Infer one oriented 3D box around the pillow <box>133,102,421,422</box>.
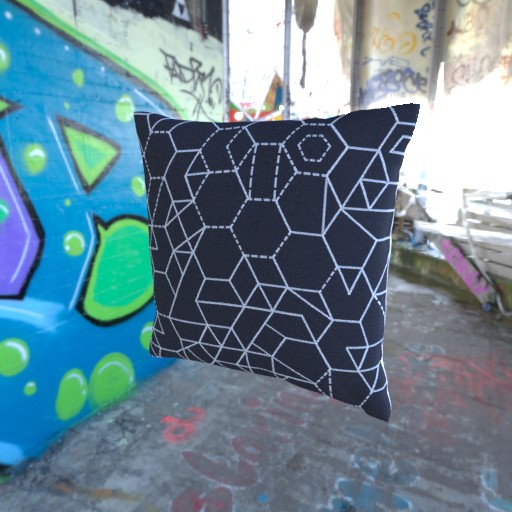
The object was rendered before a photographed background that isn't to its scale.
[{"bbox_3d":[0.000,0.000,0.794,0.517,0.508,0.158,7,16,26],"label":"pillow"}]
